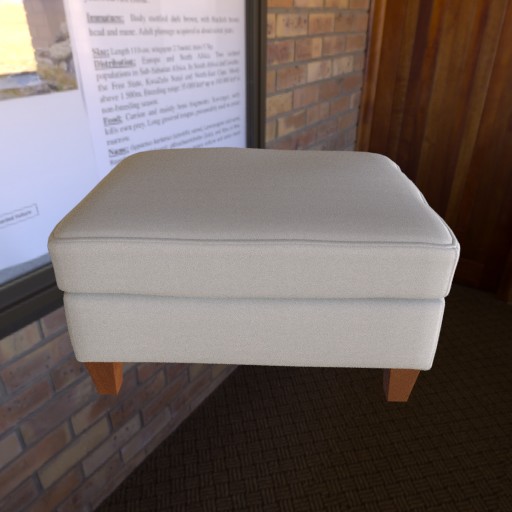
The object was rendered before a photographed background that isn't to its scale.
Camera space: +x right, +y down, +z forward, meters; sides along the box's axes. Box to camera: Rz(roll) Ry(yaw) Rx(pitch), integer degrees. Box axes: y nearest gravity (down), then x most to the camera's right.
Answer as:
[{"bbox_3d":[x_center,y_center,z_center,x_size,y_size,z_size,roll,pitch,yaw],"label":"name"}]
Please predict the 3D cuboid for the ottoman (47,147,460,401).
[{"bbox_3d":[0.000,0.000,1.203,0.818,0.496,0.634,1,28,2],"label":"ottoman"}]
